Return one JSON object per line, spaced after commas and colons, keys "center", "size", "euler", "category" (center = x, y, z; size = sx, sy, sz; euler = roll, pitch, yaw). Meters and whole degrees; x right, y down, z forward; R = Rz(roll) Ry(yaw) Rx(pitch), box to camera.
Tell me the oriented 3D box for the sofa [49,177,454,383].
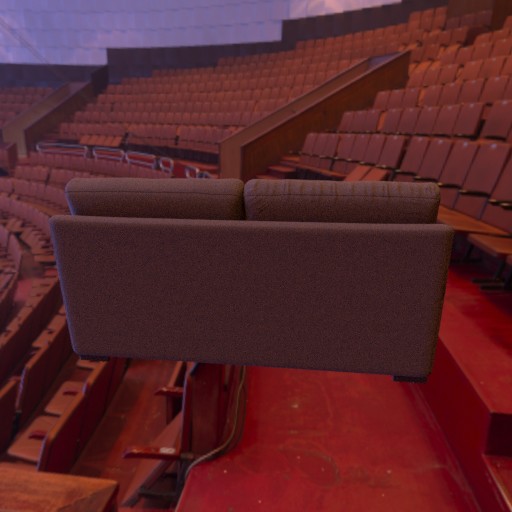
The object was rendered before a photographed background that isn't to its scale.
{"center": [0.000, 0.000, 2.544], "size": [1.869, 0.950, 1.140], "euler": [2, 16, 7], "category": "sofa"}
